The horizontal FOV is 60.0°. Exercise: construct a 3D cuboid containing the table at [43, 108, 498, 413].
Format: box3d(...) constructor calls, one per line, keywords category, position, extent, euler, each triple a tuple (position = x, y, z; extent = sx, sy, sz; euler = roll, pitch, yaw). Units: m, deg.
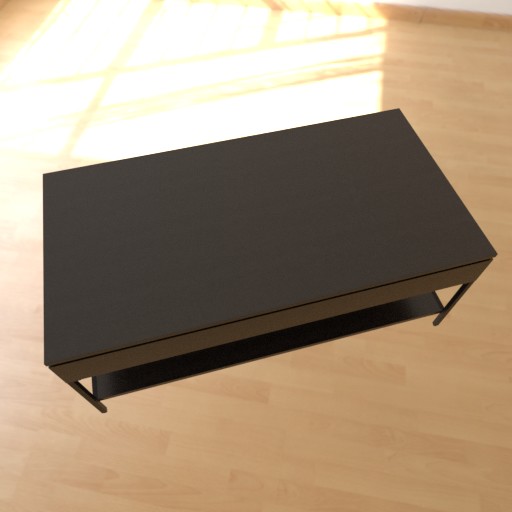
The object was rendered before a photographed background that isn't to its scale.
box3d(category="table", position=(0.000, 0.000, 1.360), extent=(1.095, 0.435, 0.574), euler=(-13, 58, -8))
